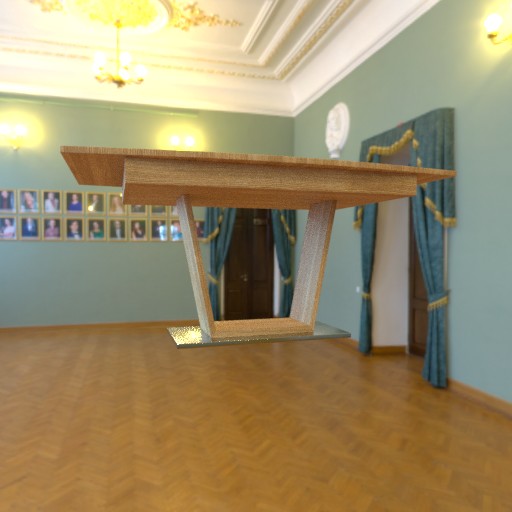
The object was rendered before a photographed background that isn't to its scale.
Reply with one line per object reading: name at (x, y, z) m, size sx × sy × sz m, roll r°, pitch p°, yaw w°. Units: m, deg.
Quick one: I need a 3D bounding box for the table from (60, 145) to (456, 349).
table at (0.000, 0.000, 2.074) m, size 1.598 × 0.748 × 0.900 m, roll 0°, pitch 1°, yaw -17°
